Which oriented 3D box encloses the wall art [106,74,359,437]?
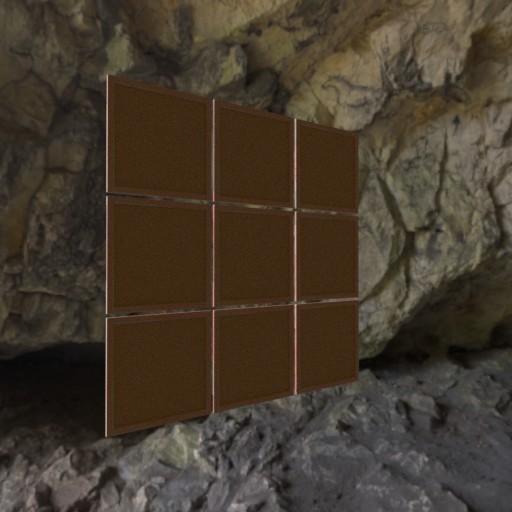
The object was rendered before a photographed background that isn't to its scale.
[{"bbox_3d":[0.000,0.000,2.290,1.521,1.519,0.013,0,-1,-35],"label":"wall art"}]
